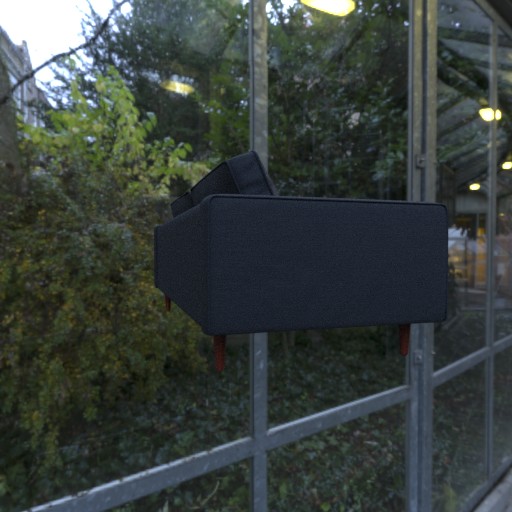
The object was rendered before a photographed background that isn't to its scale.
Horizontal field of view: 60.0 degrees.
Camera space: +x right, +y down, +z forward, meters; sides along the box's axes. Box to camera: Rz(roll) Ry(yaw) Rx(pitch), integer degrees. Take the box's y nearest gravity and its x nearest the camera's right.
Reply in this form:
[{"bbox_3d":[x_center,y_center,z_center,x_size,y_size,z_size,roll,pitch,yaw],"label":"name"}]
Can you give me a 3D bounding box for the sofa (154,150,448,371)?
[{"bbox_3d":[0.000,0.000,2.353,0.914,0.759,1.875,0,1,-18],"label":"sofa"}]
